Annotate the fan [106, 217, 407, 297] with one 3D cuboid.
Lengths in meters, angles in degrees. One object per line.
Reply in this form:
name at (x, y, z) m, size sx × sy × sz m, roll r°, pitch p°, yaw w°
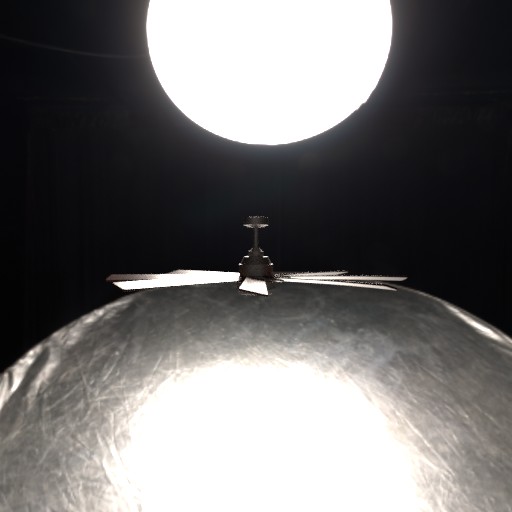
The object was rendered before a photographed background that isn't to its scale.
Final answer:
fan at (0.000, 0.000, 2.734) m, size 1.830 × 0.472 × 1.830 m, roll 0°, pitch 1°, yaw 1°
